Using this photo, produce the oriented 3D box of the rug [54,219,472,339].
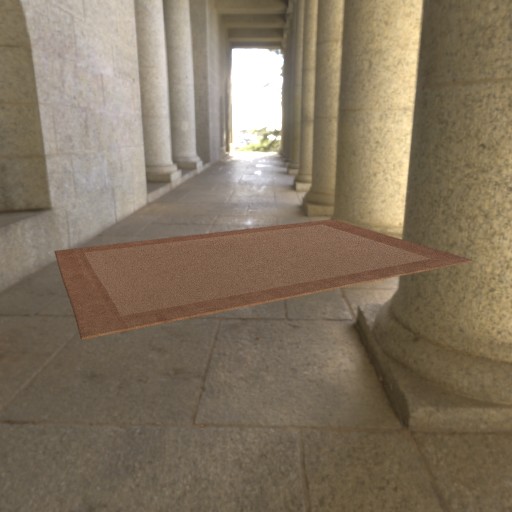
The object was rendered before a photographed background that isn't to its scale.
[{"bbox_3d":[0.000,0.000,3.035,2.438,0.014,1.524,-8,18,-26],"label":"rug"}]
